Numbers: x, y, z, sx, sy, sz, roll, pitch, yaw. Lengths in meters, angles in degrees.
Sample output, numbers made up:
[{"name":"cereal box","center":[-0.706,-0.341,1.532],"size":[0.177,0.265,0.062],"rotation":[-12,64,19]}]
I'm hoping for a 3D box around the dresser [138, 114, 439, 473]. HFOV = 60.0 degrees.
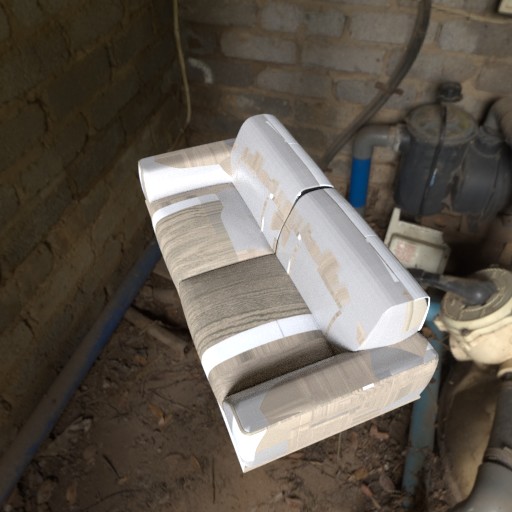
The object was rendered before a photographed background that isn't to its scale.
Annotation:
[{"name":"dresser","center":[0.000,0.000,5.887],"size":[2.251,1.863,4.679],"rotation":[-16,49,-15]}]
